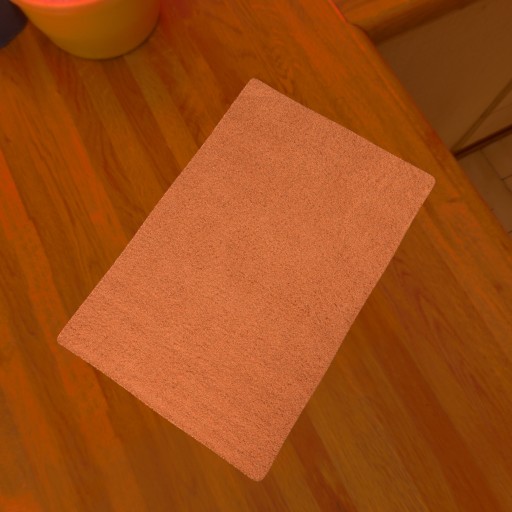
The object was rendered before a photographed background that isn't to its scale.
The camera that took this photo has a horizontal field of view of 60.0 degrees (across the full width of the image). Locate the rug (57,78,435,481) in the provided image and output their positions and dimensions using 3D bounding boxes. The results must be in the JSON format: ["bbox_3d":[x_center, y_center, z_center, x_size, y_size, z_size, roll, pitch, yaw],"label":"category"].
[{"bbox_3d":[0.000,0.000,3.457,1.801,0.024,2.700,32,77,8],"label":"rug"}]
